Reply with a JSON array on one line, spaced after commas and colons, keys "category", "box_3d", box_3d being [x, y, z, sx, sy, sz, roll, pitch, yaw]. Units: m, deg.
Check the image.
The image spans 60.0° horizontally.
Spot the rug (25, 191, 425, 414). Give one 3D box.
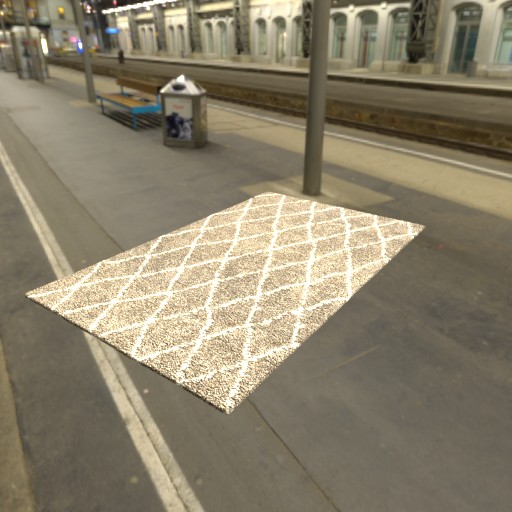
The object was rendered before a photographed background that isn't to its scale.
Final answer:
[{"category": "rug", "box_3d": [0.000, 0.000, 3.025, 1.524, 0.030, 2.438, 18, 31, 32]}]
